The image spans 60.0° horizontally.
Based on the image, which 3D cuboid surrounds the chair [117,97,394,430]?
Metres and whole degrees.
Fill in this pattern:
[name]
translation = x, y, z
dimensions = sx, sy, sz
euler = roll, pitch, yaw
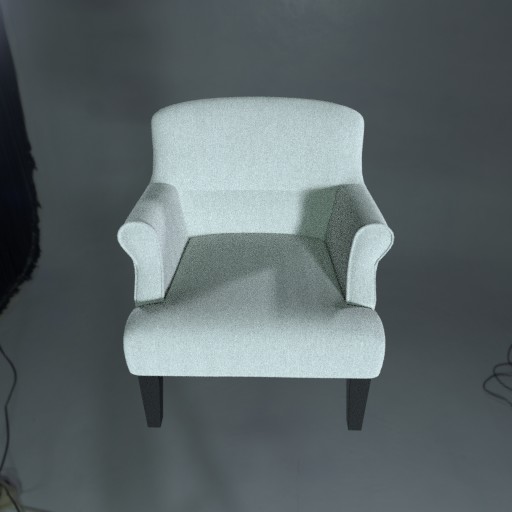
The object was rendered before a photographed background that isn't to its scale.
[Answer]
[chair]
translation = 0.000, 0.000, 1.472
dimensions = 0.781, 0.875, 0.750
euler = 1, 31, 1
